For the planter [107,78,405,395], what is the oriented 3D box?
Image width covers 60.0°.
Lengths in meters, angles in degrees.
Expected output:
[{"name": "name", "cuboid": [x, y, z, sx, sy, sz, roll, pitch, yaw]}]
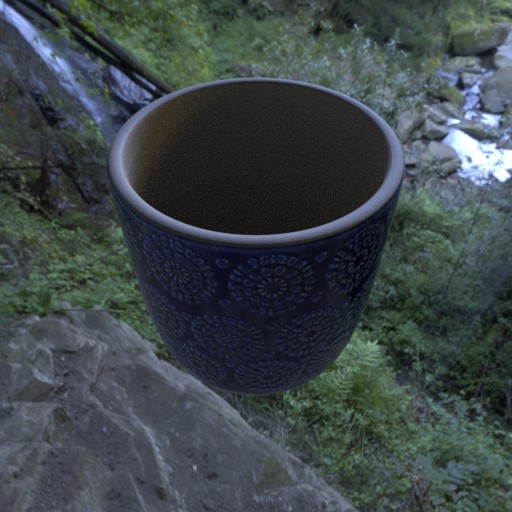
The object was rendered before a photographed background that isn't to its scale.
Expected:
[{"name": "planter", "cuboid": [0.000, 0.000, 0.349, 0.184, 0.206, 0.184, 0, 47, 0]}]
